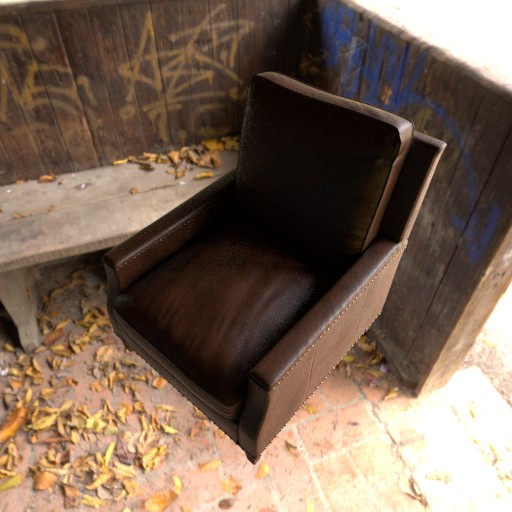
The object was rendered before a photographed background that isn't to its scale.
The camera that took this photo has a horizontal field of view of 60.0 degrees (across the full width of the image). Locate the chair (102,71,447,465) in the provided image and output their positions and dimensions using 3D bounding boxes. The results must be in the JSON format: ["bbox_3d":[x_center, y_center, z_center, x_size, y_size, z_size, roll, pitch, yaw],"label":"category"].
[{"bbox_3d":[0.000,0.000,1.759,0.854,1.054,1.035,32,54,27],"label":"chair"}]
